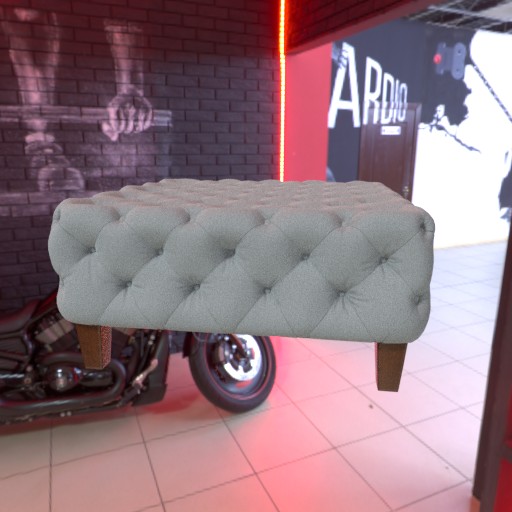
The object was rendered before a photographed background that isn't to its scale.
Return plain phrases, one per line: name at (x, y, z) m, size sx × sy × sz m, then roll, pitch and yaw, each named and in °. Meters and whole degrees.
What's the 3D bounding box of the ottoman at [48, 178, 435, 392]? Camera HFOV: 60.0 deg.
ottoman at (0.000, 0.000, 1.424) m, size 0.917 × 0.439 × 0.911 m, roll 2°, pitch 14°, yaw 8°
